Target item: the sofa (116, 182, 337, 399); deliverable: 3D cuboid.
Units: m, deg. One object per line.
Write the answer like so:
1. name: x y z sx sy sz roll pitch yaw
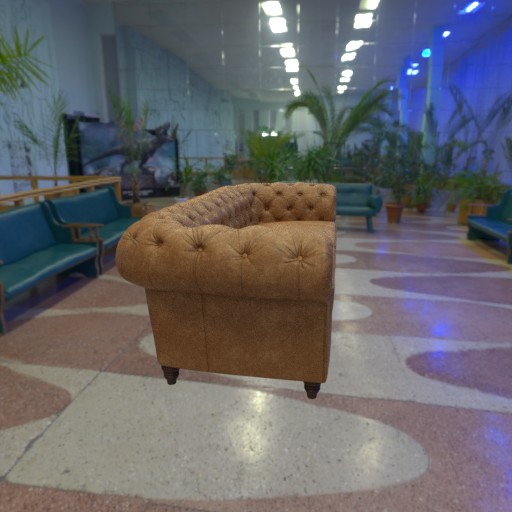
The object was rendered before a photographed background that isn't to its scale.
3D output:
1. sofa: 0.000 0.000 2.788 0.989 0.760 2.365 3 14 10
